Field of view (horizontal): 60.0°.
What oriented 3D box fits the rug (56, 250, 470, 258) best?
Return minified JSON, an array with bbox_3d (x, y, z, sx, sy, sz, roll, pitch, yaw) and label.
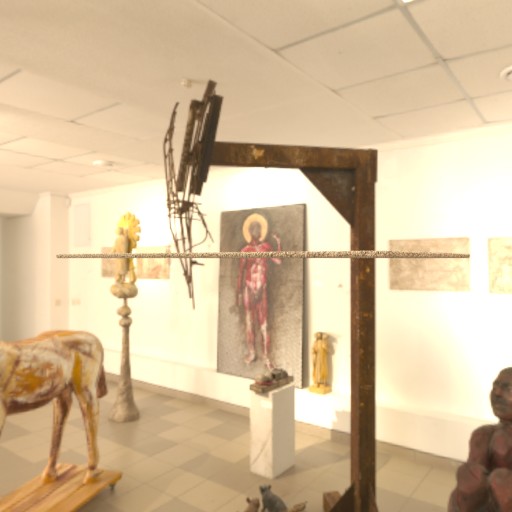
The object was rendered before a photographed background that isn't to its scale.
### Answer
[{"bbox_3d":[0.000,0.000,3.060,2.438,0.030,1.524,0,0,36],"label":"rug"}]
